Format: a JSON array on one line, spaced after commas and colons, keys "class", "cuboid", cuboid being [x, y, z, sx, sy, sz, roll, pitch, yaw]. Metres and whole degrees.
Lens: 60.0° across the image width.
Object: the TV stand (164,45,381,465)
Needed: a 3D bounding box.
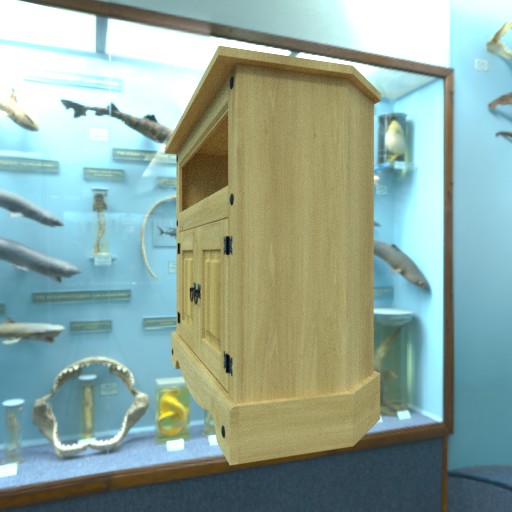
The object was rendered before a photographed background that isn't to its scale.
[{"class": "TV stand", "cuboid": [0.000, 0.000, 1.286, 0.425, 0.781, 0.851, 0, 0, -18]}]
